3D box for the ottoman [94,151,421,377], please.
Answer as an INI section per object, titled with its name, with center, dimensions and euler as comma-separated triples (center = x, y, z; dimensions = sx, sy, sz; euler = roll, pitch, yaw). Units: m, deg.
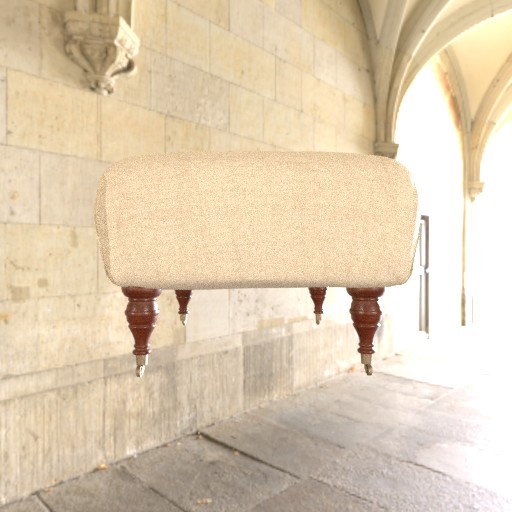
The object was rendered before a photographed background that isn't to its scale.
[ottoman]
center = 0.000, 0.000, 1.142
dimensions = 0.622, 0.450, 0.747
euler = 0, 0, -1
